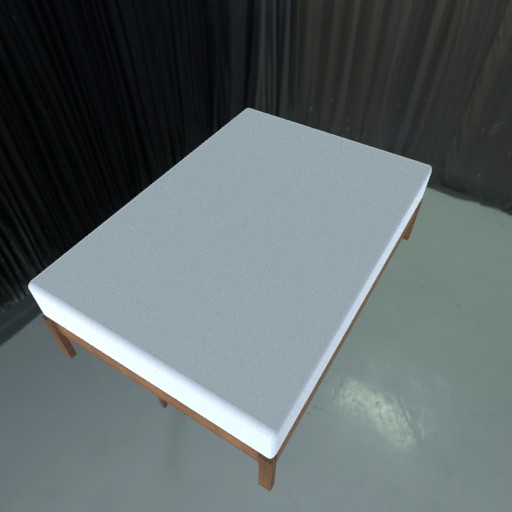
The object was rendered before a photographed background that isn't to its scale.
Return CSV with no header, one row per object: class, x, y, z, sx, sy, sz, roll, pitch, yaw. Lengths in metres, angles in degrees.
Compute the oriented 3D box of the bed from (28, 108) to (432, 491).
bed,0.000,0.000,2.584,1.348,0.616,1.927,25,52,21
